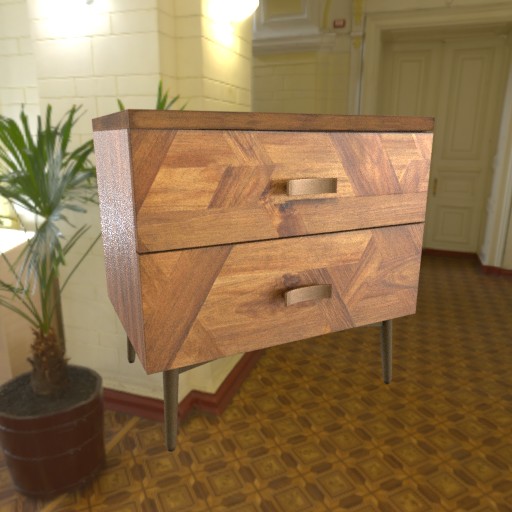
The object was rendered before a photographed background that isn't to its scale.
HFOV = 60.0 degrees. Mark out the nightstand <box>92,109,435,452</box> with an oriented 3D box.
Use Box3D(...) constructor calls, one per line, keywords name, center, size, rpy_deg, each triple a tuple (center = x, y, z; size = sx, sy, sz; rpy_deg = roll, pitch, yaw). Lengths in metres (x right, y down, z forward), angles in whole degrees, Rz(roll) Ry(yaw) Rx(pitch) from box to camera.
Box3D(name="nightstand", center=(0.000, 0.000, 1.023), size=(0.610, 0.610, 0.458), rpy_deg=(-7, 17, -25))
